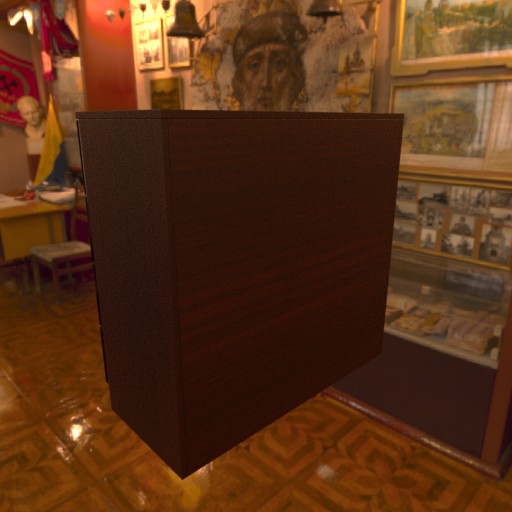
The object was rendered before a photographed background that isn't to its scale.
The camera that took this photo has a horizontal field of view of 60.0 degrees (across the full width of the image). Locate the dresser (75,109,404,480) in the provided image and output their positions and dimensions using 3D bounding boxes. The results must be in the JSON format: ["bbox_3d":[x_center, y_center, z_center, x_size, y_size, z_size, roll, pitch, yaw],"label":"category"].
[{"bbox_3d":[0.000,0.000,1.169,0.750,0.720,0.360,-15,23,-41],"label":"dresser"}]
